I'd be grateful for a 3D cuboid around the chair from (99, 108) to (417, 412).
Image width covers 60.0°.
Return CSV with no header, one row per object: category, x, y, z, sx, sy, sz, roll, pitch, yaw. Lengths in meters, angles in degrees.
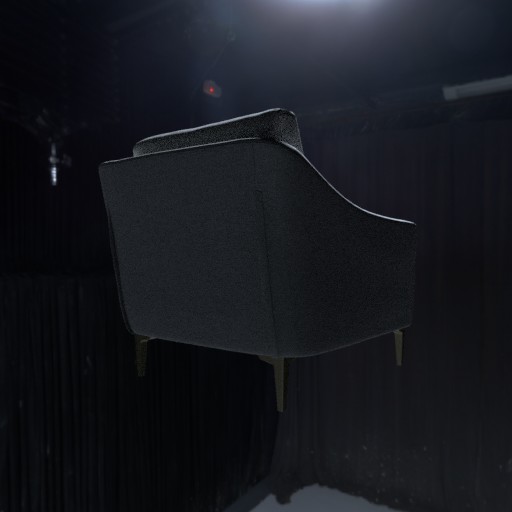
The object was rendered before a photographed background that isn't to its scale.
chair,0.000,0.000,1.738,0.986,0.902,0.961,1,1,36
